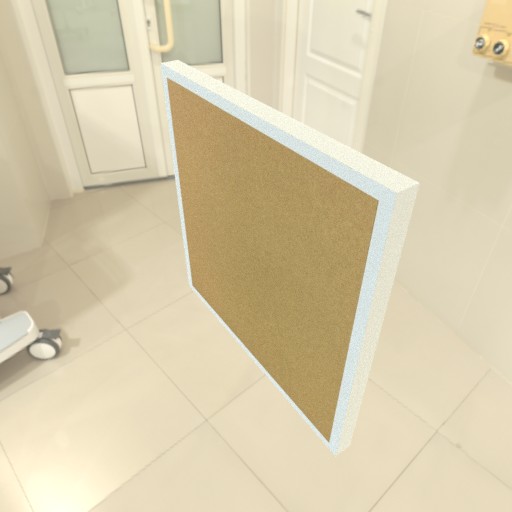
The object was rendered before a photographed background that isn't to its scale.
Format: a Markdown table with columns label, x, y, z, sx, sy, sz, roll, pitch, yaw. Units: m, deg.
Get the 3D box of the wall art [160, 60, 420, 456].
| label | x | y | z | sx | sy | sz | roll | pitch | yaw |
| --- | --- | --- | --- | --- | --- | --- | --- | --- | --- |
| wall art | 0.000 | 0.000 | 0.451 | 0.020 | 0.307 | 0.307 | -24 | 45 | -27 |
